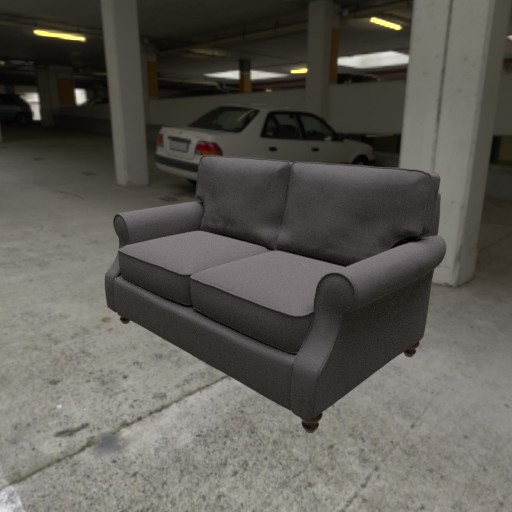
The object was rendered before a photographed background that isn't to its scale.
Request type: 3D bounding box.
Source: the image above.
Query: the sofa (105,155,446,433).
[{"bbox_3d":[0.000,0.000,2.285,1.665,0.937,0.964,16,22,42],"label":"sofa"}]
